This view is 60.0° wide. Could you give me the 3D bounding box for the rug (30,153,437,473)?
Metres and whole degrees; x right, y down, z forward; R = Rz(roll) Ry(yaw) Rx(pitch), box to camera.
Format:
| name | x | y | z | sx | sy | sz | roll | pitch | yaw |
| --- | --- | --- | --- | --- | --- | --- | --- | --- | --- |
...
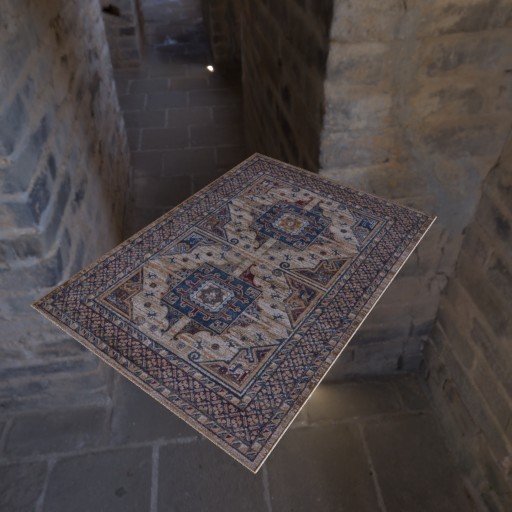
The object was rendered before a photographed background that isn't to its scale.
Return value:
| name | x | y | z | sx | sy | sz | roll | pitch | yaw |
| --- | --- | --- | --- | --- | --- | --- | --- | --- | --- |
| rug | 0.000 | 0.000 | 2.882 | 1.611 | 0.008 | 2.227 | 26 | 48 | 26 |
